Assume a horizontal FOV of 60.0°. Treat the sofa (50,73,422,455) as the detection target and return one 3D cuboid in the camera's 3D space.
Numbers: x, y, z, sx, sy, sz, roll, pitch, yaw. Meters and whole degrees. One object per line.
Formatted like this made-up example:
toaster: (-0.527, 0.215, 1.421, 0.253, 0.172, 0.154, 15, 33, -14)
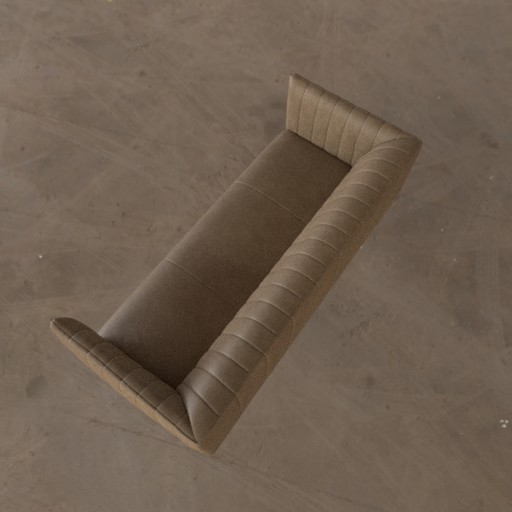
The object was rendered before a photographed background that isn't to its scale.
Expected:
sofa: (0.000, 0.000, 2.493, 0.876, 0.779, 1.980, 34, 69, 15)
